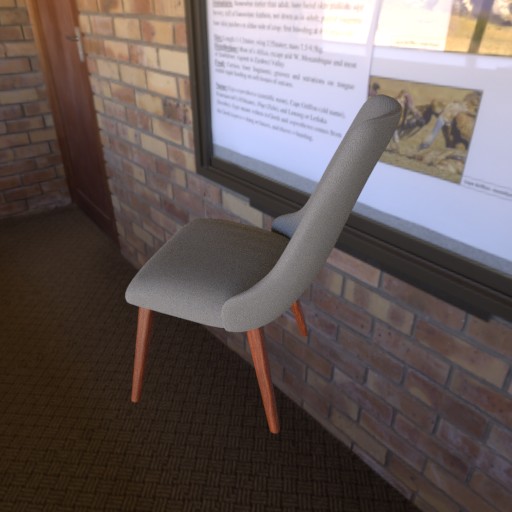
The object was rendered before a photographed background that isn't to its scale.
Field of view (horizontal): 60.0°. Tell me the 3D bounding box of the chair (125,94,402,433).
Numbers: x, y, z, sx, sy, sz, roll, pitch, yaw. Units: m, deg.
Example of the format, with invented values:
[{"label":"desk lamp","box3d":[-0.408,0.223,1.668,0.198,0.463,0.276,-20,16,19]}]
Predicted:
[{"label":"chair","box3d":[0.000,0.000,1.342,0.707,0.918,0.535,9,32,15]}]
